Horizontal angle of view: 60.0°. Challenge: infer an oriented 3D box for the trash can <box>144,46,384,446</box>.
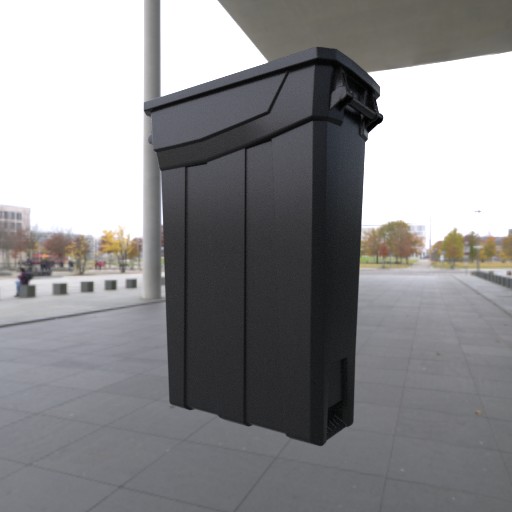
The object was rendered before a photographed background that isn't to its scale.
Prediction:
[{"bbox_3d":[0.000,0.000,1.062,0.559,0.762,0.281,0,-1,36],"label":"trash can"}]
